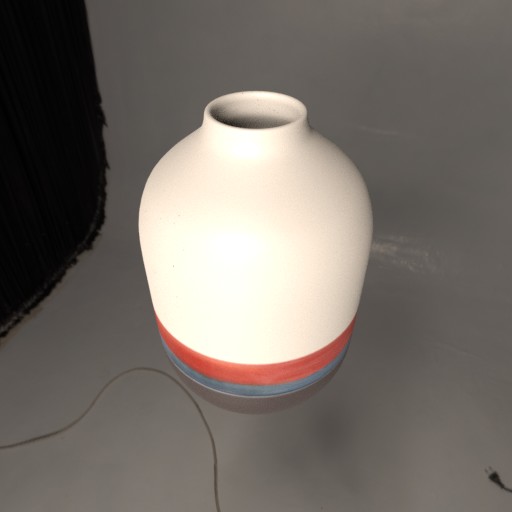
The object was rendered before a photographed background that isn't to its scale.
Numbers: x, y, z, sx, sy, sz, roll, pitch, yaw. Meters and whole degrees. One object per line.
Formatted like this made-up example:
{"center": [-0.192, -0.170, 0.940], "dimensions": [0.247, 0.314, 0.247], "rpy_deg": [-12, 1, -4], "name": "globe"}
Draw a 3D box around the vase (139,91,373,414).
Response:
{"center": [0.000, 0.000, 0.349], "dimensions": [0.169, 0.237, 0.169], "rpy_deg": [0, 40, 0], "name": "vase"}
